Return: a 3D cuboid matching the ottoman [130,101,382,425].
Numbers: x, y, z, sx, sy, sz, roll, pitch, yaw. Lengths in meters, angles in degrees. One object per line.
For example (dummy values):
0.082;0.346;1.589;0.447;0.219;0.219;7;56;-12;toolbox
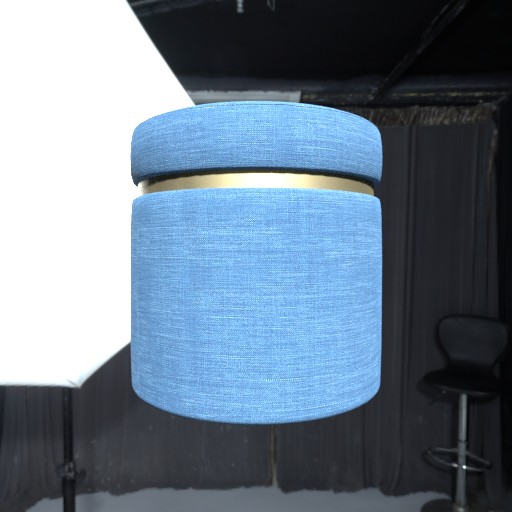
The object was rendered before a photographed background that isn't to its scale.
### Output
0.000;0.000;0.728;0.398;0.406;0.398;0;2;0;ottoman
